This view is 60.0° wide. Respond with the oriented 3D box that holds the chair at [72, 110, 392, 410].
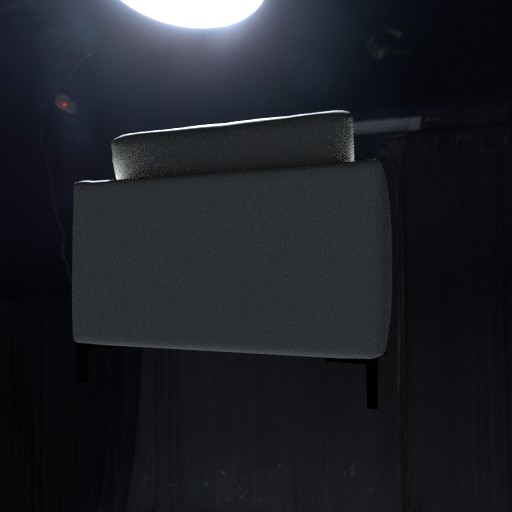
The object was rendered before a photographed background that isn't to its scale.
[{"bbox_3d":[0.000,0.000,1.644,0.964,0.806,0.875,-1,-3,18],"label":"chair"}]
